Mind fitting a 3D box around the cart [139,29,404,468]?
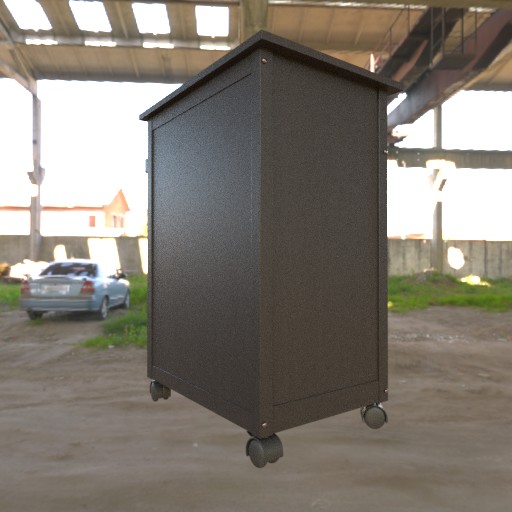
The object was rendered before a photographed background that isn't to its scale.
[{"bbox_3d":[0.000,0.000,1.262,0.456,0.879,0.660,0,0,-36],"label":"cart"}]
